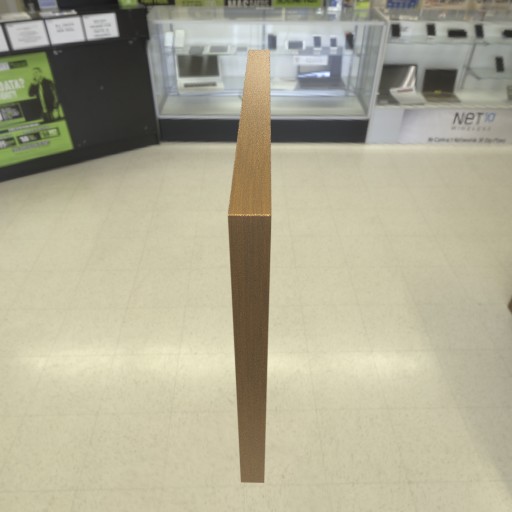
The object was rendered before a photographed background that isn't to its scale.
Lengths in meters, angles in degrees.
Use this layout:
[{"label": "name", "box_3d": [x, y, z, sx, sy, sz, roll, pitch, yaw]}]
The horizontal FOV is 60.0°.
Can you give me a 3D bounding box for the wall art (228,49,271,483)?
[{"label": "wall art", "box_3d": [0.000, 0.000, 0.729, 0.037, 0.505, 0.505, 1, 39, 1]}]
